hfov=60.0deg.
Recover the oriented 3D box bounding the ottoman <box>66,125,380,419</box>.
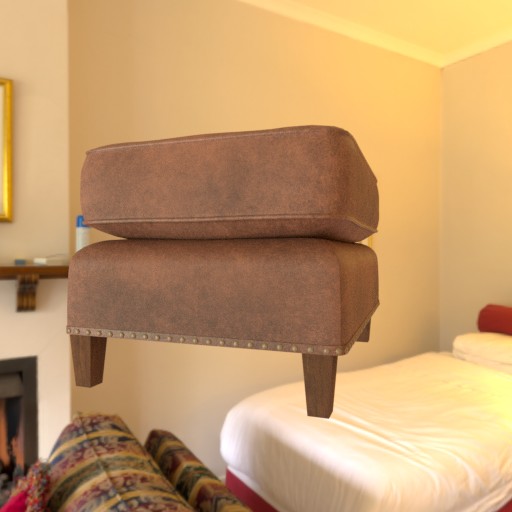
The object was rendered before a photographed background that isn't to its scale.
[{"bbox_3d":[0.000,0.000,1.153,0.589,0.537,0.738,0,1,20],"label":"ottoman"}]
